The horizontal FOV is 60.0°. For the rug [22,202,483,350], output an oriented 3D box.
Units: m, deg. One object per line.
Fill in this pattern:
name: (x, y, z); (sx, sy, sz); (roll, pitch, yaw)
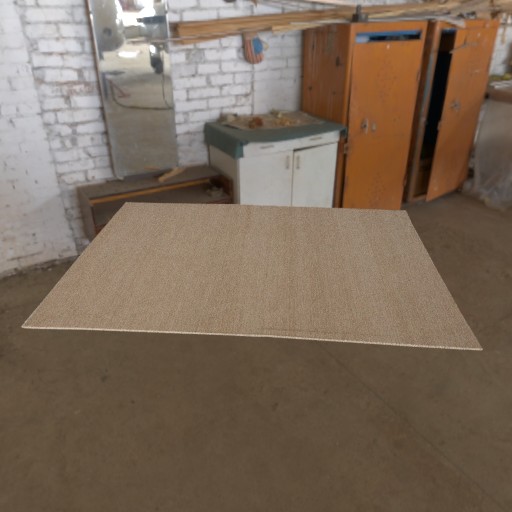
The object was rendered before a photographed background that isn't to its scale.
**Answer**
rug: (0.000, 0.000, 3.614); (2.869, 0.038, 2.032); (2, 30, 4)
